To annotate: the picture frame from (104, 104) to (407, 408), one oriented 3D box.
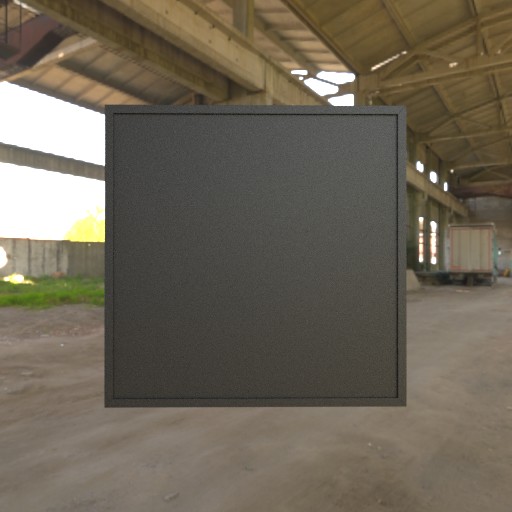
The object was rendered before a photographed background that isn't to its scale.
[{"bbox_3d":[0.000,0.000,1.153,0.775,0.775,0.032,0,0,-1],"label":"picture frame"}]
